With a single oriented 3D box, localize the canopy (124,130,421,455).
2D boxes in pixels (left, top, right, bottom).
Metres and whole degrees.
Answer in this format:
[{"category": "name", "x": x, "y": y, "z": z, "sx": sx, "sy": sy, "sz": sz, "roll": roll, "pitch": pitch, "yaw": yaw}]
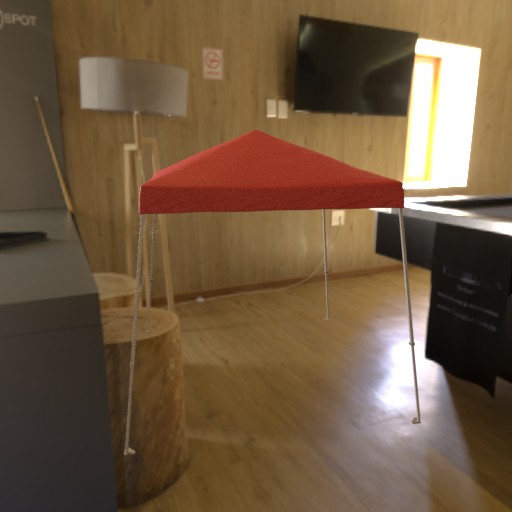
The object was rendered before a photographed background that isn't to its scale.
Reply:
[{"category": "canopy", "x": 0.000, "y": 0.000, "z": 6.568, "sx": 3.600, "sy": 3.600, "sz": 3.599, "roll": -2, "pitch": 14, "yaw": -9}]
